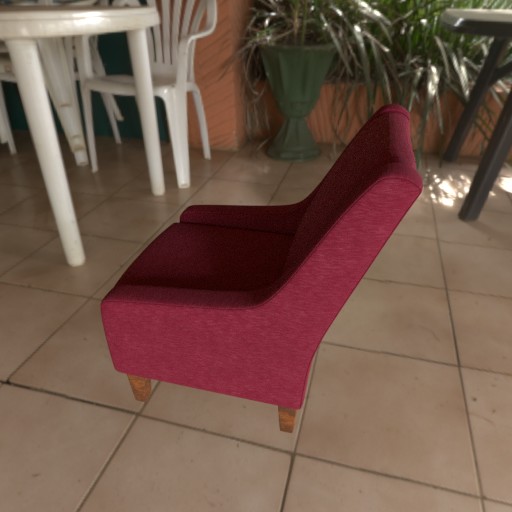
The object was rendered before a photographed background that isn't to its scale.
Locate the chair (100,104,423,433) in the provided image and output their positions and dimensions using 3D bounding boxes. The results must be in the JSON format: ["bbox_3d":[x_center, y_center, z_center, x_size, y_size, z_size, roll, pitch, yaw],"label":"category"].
[{"bbox_3d":[0.000,0.000,1.676,0.985,1.017,0.793,7,32,12],"label":"chair"}]
